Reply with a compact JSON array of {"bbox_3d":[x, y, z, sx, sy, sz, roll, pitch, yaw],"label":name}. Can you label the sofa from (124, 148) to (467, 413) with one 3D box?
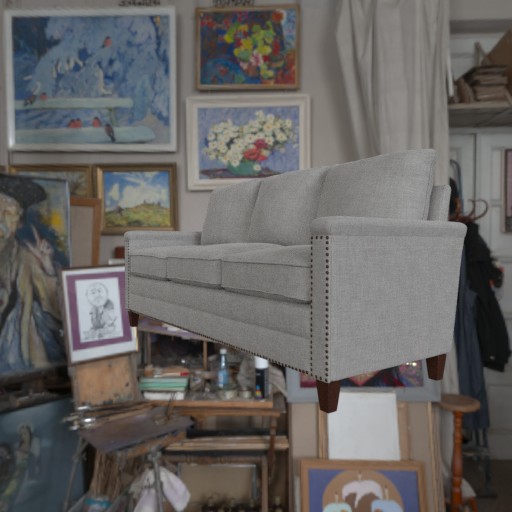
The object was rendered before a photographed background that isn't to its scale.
[{"bbox_3d":[0.000,0.000,2.370,0.828,0.959,1.925,-1,2,-35],"label":"sofa"}]
